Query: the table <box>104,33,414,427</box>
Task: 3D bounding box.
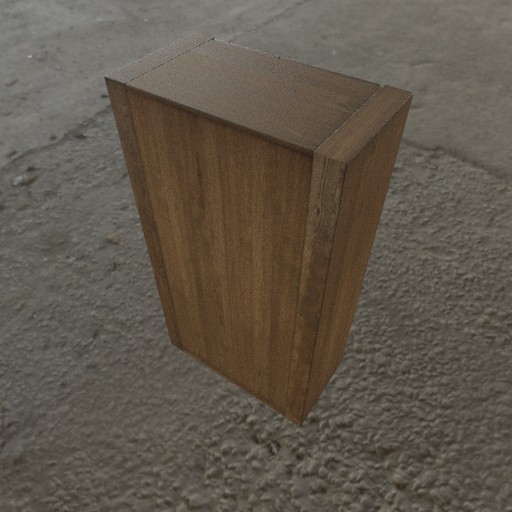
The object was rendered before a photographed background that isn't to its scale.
[{"bbox_3d":[0.000,0.000,2.495,1.100,2.000,0.600,26,52,23],"label":"table"}]
